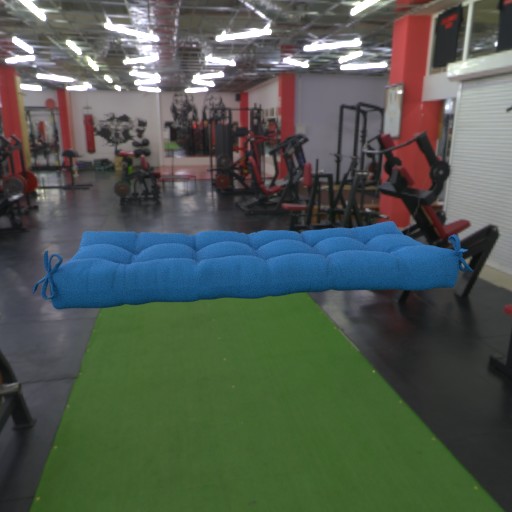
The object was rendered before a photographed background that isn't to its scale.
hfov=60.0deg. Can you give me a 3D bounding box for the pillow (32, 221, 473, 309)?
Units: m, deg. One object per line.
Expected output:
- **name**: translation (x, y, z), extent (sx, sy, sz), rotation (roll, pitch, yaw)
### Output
- **pillow**: translation (0.000, 0.000, 1.355), extent (1.194, 0.174, 0.511), rotation (-2, 16, -9)
